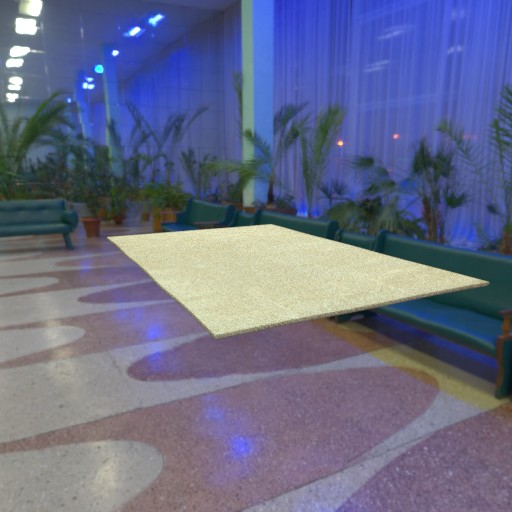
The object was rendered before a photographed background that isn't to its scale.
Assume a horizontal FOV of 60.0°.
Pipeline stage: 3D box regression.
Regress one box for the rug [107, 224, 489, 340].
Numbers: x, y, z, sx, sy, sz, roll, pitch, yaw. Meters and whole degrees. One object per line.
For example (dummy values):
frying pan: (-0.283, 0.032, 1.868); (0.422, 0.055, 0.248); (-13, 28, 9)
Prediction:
rug: (0.000, 0.000, 3.466); (1.800, 0.025, 2.699); (-6, 14, -27)
